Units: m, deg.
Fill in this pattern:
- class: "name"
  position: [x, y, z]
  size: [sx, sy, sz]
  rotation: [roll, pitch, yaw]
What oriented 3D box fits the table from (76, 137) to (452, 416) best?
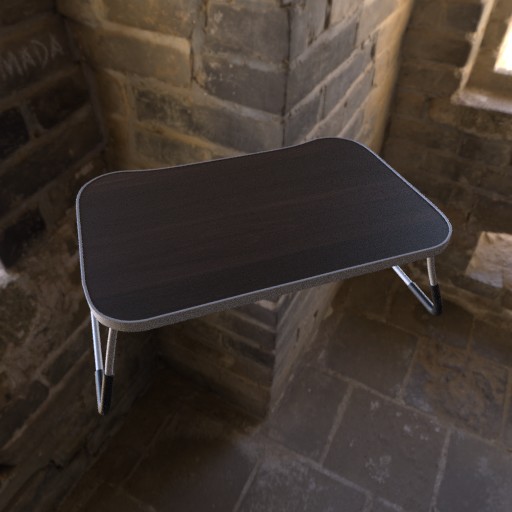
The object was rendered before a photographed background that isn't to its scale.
- class: "table"
  position: [0.000, 0.000, 0.852]
  size: [0.660, 0.232, 0.400]
  rotation: [-13, 43, -14]
